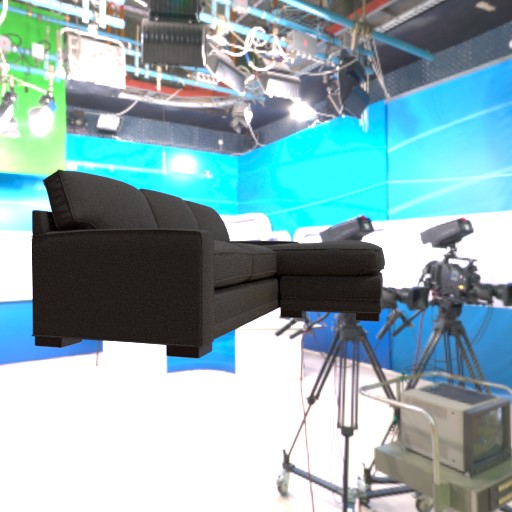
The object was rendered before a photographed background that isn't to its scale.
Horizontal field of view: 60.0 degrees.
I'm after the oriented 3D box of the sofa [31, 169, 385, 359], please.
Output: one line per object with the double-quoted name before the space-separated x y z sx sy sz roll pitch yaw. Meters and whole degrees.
"sofa" 0.000 0.000 3.215 1.790 0.973 2.370 0 0 17
